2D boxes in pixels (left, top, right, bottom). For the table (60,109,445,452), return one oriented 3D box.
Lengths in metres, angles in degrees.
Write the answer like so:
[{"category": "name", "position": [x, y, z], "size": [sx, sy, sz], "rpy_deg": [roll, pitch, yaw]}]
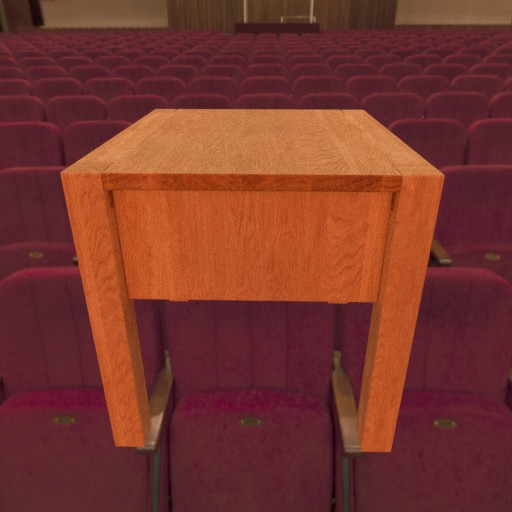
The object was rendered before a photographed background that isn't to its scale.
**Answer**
[{"category": "table", "position": [0.000, 0.000, 0.819], "size": [0.440, 0.450, 0.480], "rpy_deg": [1, 27, 1]}]
